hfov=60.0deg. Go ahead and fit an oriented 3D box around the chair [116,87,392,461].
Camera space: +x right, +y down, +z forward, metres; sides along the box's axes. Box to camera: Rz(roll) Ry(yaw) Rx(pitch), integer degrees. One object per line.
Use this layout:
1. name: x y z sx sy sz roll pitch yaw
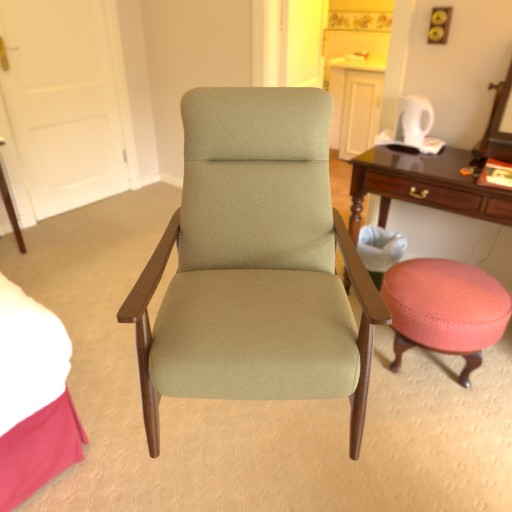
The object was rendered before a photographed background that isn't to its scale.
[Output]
1. chair: 0.000 0.000 1.692 0.762 1.082 1.014 0 29 1
